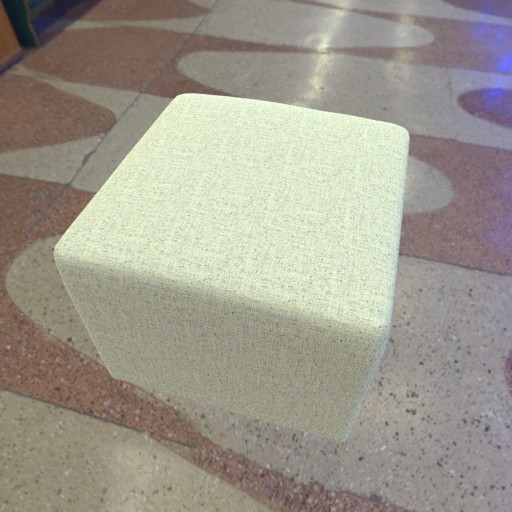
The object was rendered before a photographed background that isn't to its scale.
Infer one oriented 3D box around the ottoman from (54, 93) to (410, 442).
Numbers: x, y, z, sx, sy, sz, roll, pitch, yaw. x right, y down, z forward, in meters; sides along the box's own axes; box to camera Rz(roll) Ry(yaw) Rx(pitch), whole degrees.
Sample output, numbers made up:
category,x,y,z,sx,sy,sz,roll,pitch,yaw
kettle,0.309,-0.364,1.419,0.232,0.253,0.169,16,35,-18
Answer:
category,x,y,z,sx,sy,sz,roll,pitch,yaw
ottoman,0.000,0.000,0.914,0.512,0.453,0.521,12,49,11
